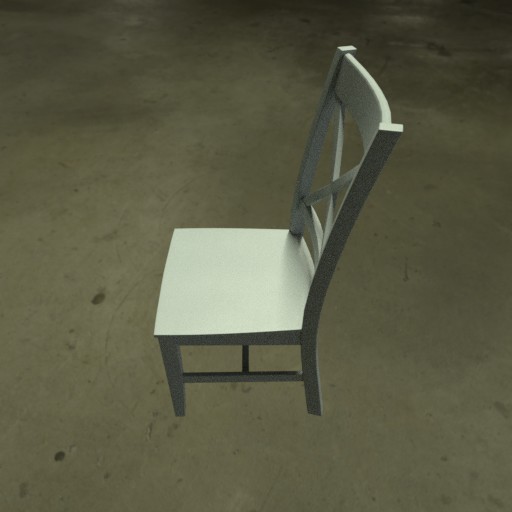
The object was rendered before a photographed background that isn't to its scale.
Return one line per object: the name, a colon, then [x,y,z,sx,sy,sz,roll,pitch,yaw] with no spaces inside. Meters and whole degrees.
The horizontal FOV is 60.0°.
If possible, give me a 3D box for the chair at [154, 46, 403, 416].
chair: [0.000,0.000,1.259,0.542,0.983,0.485,-1,41,-1]
